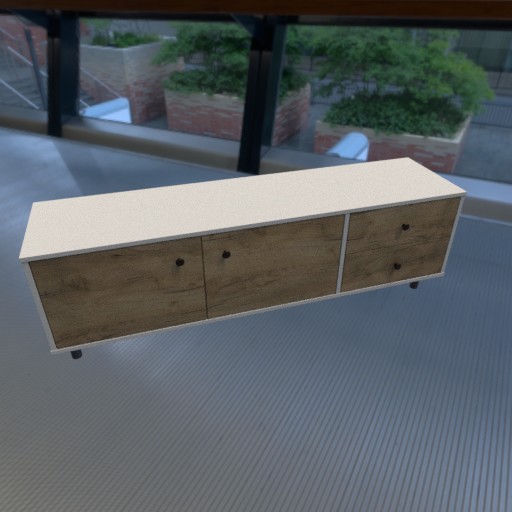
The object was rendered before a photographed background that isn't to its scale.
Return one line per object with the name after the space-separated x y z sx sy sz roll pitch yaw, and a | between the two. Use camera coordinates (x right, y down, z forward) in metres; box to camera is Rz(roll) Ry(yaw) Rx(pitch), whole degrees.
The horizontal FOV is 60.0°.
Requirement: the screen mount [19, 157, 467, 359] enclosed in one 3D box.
0.000 0.000 1.815 1.600 0.520 0.418 -10 34 -15 | screen mount
